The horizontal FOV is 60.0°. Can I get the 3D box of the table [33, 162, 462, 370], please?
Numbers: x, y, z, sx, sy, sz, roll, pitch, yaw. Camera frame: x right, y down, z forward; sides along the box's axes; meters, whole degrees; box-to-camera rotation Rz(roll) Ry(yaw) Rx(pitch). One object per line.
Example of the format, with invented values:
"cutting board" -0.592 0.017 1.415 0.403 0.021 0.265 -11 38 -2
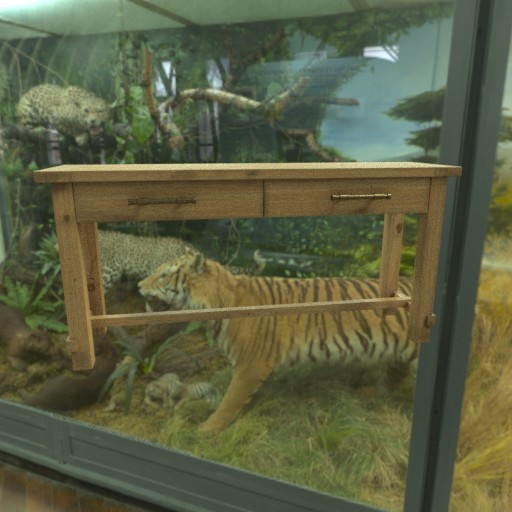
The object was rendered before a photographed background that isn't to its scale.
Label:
"table" 0.000 0.000 1.909 1.599 0.762 0.442 -2 15 -9
